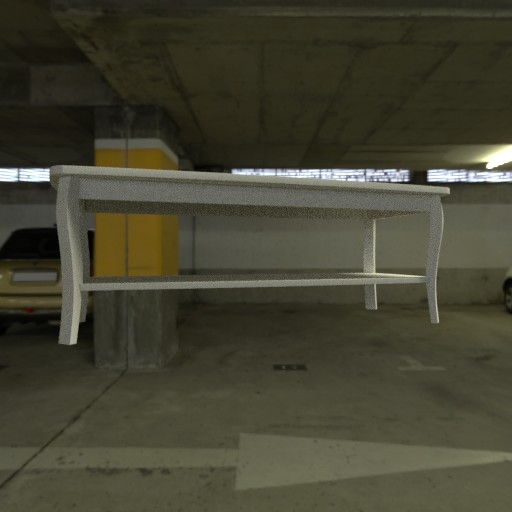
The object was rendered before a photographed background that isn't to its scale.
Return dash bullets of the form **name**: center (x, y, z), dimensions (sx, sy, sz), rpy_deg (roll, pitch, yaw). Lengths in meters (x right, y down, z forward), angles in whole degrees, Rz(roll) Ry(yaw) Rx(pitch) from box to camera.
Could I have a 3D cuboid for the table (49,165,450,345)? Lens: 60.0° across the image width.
- **table**: center (0.000, 0.000, 1.586), dimensions (1.334, 0.474, 0.561), rpy_deg (0, 0, -18)
